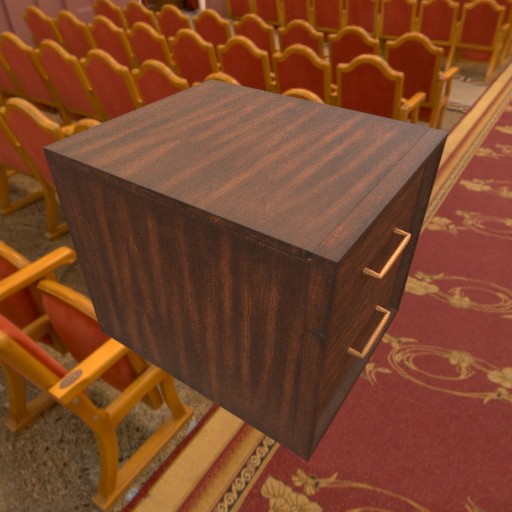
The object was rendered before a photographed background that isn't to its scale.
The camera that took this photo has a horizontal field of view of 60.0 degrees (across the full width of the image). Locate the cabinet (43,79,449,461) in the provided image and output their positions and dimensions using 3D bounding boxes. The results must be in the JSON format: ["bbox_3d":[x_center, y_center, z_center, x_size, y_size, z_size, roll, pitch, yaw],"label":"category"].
[{"bbox_3d":[0.000,0.000,0.824,0.500,0.455,0.402,23,44,26],"label":"cabinet"}]
